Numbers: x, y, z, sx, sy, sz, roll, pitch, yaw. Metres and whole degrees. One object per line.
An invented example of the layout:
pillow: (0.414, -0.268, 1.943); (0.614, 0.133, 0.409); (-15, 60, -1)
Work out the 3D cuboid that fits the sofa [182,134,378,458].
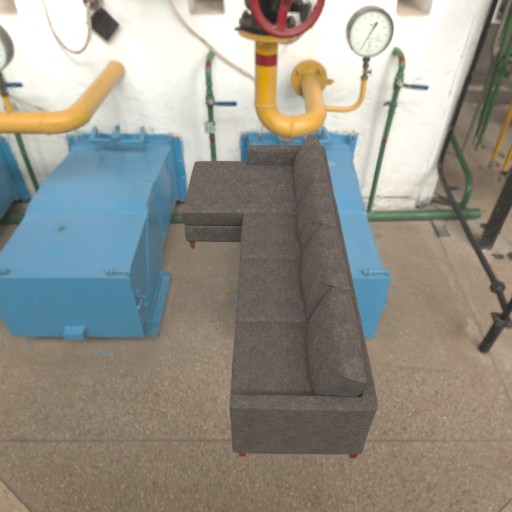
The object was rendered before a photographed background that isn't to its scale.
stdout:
sofa: (0.000, 0.000, 4.200); (1.606, 0.954, 3.471); (1, 41, 1)
